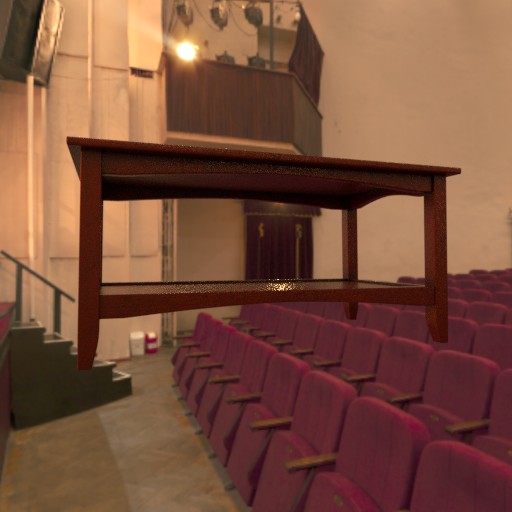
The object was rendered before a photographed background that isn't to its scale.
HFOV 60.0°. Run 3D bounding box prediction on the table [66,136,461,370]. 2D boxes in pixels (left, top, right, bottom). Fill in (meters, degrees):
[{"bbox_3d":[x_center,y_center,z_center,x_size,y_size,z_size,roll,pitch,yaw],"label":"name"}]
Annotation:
[{"bbox_3d":[0.000,0.000,1.246,0.943,0.456,0.533,0,0,-19],"label":"table"}]
